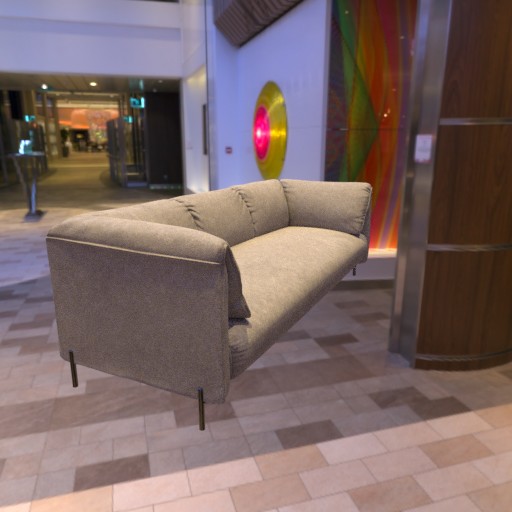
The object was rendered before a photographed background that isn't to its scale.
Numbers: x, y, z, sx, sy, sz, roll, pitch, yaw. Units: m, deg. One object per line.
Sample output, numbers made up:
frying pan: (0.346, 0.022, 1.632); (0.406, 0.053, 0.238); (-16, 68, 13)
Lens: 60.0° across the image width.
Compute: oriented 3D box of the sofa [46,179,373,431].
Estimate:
sofa: (0.000, 0.000, 2.666); (0.899, 0.758, 2.238); (7, 16, 26)
